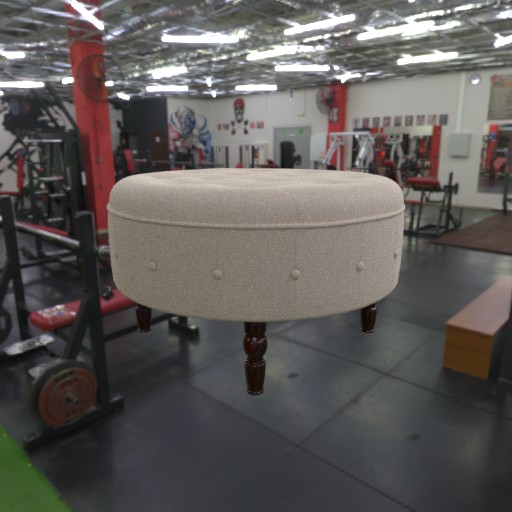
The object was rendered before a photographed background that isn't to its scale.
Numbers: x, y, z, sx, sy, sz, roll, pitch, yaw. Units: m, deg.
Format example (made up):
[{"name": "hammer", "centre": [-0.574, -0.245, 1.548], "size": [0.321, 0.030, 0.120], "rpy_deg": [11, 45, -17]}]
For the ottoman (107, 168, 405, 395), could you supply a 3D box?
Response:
[{"name": "ottoman", "centre": [0.000, 0.000, 1.365], "size": [0.848, 0.494, 0.848], "rpy_deg": [0, 14, 0]}]
